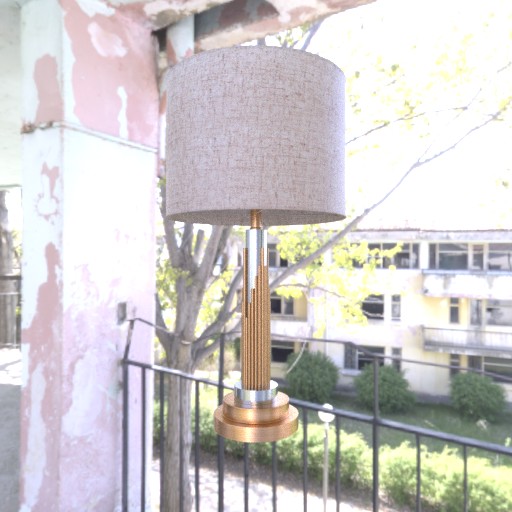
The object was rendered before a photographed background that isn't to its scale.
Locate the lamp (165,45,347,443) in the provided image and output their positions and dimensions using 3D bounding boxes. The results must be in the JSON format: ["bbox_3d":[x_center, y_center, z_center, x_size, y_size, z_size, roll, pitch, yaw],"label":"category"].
[{"bbox_3d":[0.000,0.000,0.801,0.321,0.610,0.321,0,-1,35],"label":"lamp"}]
